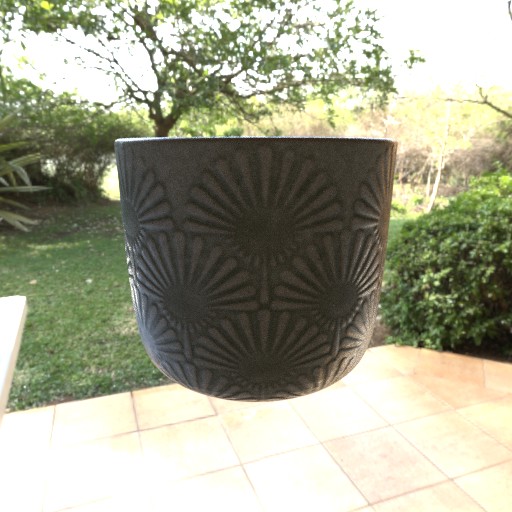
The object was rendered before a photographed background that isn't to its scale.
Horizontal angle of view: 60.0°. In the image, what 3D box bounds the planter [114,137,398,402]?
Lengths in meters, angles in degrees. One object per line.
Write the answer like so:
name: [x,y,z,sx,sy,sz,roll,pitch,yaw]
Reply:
planter: [0.000,0.000,0.215,0.124,0.109,0.124,0,14,0]
